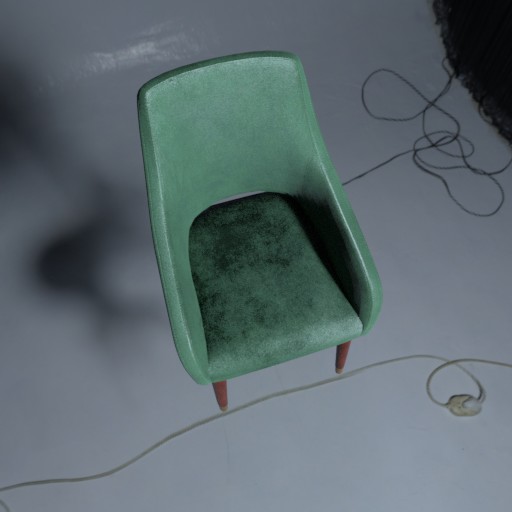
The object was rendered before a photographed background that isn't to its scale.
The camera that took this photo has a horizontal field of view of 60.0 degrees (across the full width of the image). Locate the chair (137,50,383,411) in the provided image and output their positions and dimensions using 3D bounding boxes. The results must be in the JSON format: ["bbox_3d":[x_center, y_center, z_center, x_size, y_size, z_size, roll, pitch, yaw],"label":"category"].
[{"bbox_3d":[0.000,0.000,1.593,0.683,1.081,0.794,-16,64,-8],"label":"chair"}]
